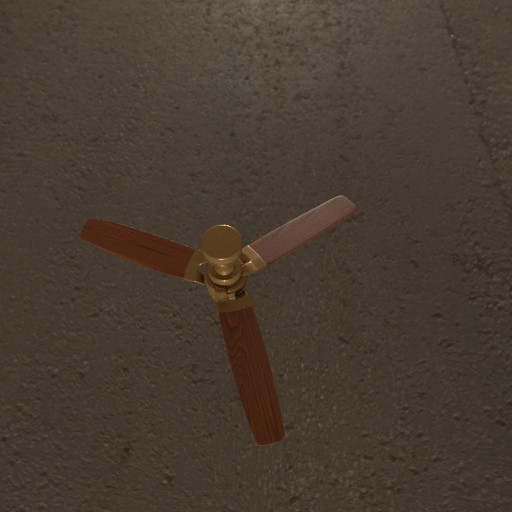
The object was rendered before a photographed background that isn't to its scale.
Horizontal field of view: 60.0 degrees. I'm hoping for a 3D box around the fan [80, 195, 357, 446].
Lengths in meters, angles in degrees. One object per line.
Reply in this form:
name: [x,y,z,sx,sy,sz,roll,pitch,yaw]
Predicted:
fan: [0.000,0.000,2.074,1.271,0.425,1.416,-31,64,-17]
